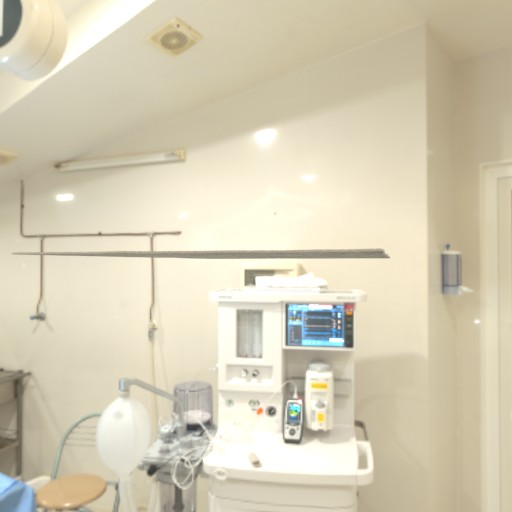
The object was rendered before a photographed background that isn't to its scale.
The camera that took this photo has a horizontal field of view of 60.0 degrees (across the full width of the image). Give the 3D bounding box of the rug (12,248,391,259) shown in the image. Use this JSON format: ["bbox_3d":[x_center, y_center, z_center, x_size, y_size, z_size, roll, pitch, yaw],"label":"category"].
[{"bbox_3d":[0.000,0.000,4.250,2.448,0.020,3.359,0,-1,18],"label":"rug"}]
